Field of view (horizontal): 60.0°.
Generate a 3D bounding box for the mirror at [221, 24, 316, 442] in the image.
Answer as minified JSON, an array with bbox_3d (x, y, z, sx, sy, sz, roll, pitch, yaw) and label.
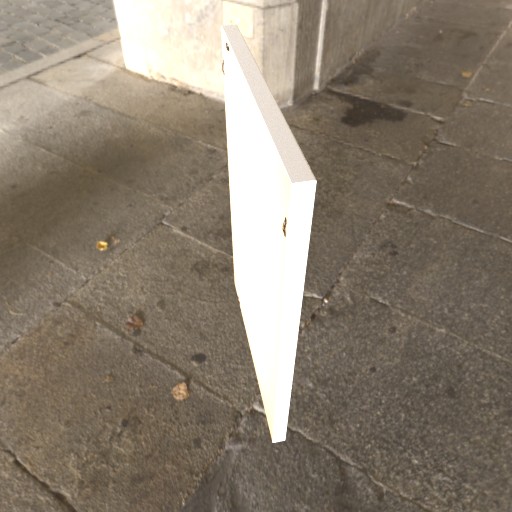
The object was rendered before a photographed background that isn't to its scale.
[{"bbox_3d":[0.000,0.000,1.144,0.041,0.915,0.609,-9,47,-8],"label":"mirror"}]
